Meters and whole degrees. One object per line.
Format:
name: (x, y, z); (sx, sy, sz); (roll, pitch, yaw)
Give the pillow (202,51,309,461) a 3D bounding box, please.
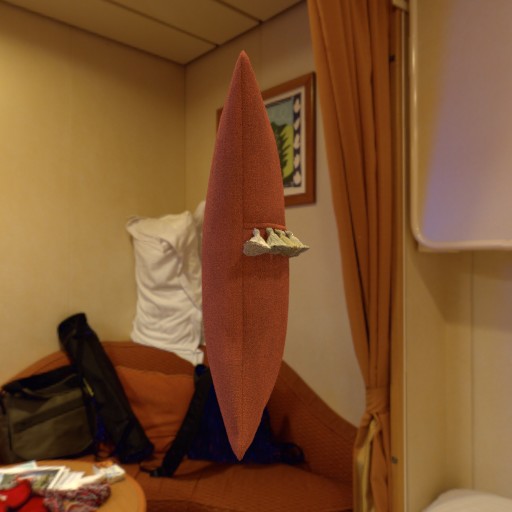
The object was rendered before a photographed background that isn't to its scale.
pillow: (0.000, 0.000, 0.755); (0.165, 0.482, 0.490); (0, -1, 0)
